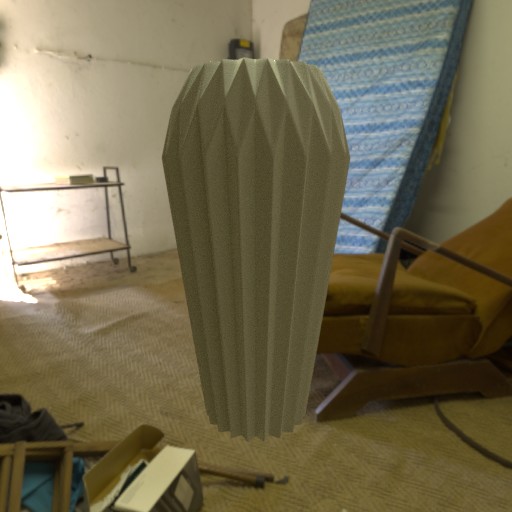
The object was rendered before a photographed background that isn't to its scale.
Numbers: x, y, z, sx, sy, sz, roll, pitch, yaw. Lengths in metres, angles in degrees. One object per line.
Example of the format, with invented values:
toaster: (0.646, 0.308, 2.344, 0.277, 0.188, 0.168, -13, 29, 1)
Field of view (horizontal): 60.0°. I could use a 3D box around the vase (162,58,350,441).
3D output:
vase: (0.000, 0.000, 0.336, 0.133, 0.263, 0.133, 0, 13, 0)
